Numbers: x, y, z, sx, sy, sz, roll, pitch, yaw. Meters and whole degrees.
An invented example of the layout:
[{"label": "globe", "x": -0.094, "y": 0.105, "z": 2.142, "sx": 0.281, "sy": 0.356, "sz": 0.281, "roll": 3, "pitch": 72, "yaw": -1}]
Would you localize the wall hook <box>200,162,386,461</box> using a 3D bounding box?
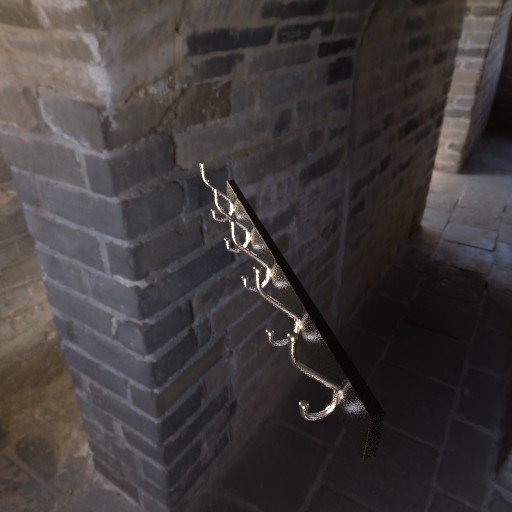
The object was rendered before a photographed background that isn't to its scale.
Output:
[{"label": "wall hook", "x": 0.000, "y": 0.000, "z": 0.606, "sx": 0.071, "sy": 0.117, "sz": 0.571, "roll": -8, "pitch": 31, "yaw": -13}]
